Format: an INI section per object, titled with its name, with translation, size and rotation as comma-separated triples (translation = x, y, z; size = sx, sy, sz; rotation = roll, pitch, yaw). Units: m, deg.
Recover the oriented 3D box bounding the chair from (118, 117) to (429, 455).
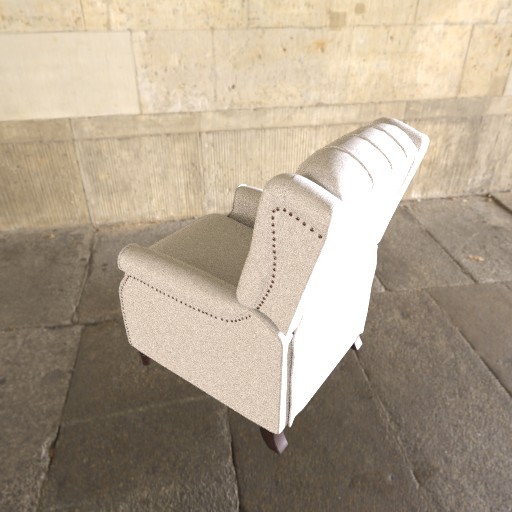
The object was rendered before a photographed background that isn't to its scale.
[chair]
translation = 0.000, 0.000, 1.639
size = 0.902, 1.035, 0.742
rotation = 21, 38, 30
